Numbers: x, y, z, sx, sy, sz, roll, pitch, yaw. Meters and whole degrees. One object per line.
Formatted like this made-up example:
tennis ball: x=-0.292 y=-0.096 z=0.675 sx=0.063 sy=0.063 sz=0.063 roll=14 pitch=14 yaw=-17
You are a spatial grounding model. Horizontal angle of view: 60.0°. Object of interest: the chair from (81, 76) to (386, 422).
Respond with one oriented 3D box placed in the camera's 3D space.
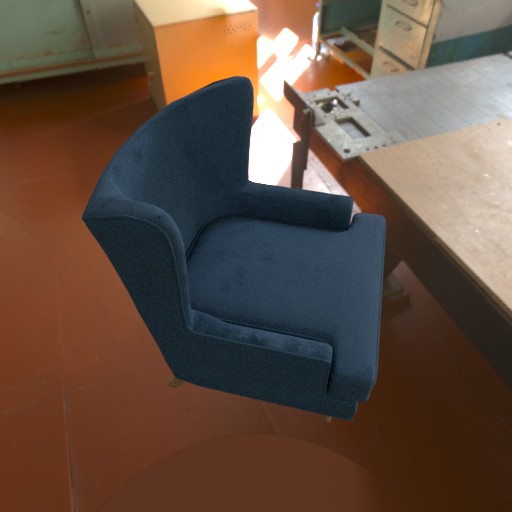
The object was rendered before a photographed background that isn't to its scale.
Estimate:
chair: x=0.000 y=0.000 z=1.586 sx=0.910 sy=0.952 sz=0.793 roll=10 pitch=47 yaw=9
